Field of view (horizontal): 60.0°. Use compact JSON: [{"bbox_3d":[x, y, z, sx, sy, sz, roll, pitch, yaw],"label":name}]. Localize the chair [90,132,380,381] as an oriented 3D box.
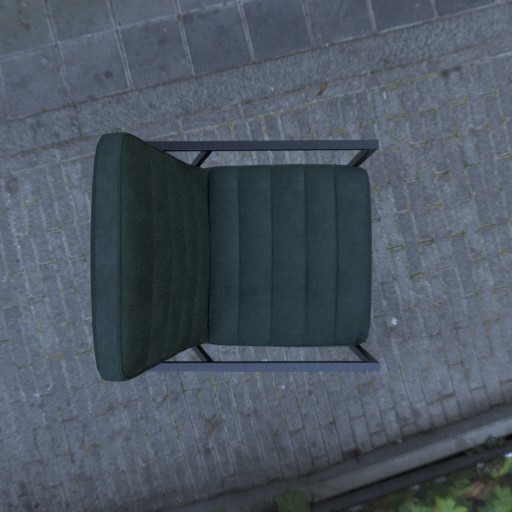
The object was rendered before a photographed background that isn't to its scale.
[{"bbox_3d":[0.000,0.000,1.296,0.677,0.833,0.571,0,90,1],"label":"chair"}]
